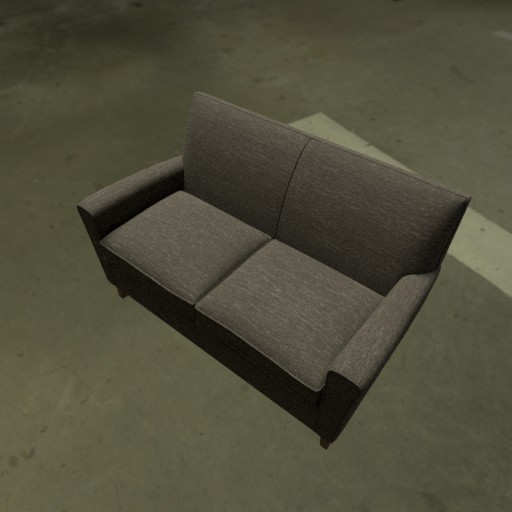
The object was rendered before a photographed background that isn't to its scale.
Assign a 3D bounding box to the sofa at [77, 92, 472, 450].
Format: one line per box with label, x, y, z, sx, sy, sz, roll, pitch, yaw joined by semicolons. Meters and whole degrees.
sofa;0.000;0.000;2.076;1.509;0.905;0.867;29;52;26
